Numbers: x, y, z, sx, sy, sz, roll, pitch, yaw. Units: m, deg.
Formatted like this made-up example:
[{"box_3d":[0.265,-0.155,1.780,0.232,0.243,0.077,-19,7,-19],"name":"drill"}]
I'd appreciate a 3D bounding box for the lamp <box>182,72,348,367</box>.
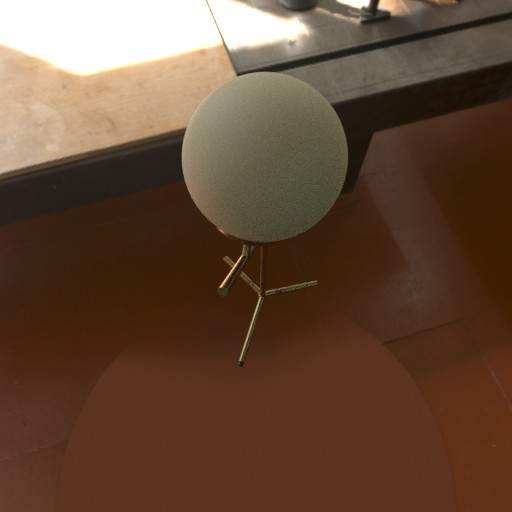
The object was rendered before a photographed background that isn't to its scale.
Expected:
[{"box_3d":[0.000,0.000,0.655,0.210,0.552,0.251,15,65,8],"name":"lamp"}]
